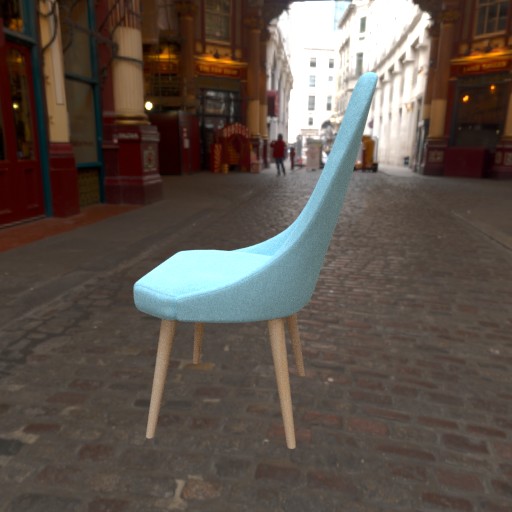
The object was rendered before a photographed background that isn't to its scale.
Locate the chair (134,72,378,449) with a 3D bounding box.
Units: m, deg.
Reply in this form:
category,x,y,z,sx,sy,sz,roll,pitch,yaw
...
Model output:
category,x,y,z,sx,sy,sz,roll,pitch,yaw
chair,0.000,0.000,1.387,0.660,1.040,0.510,2,15,9
